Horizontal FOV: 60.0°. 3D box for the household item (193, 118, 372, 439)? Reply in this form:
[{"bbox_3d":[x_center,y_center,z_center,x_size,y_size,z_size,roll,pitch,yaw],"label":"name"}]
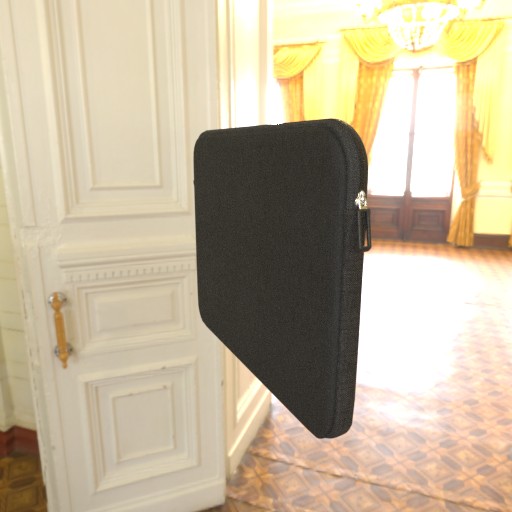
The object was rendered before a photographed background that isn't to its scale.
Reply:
[{"bbox_3d":[0.000,0.000,0.540,0.030,0.305,0.396,-7,15,-25],"label":"household item"}]
